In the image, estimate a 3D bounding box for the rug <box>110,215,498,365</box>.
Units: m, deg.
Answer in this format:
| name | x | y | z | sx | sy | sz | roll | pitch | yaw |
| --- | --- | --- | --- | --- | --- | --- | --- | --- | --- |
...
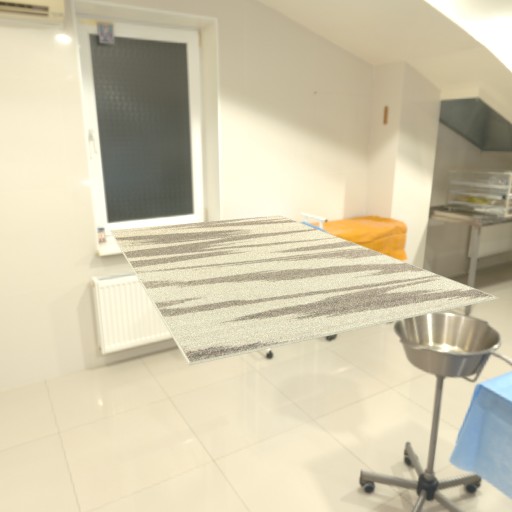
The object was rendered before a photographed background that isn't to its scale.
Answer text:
| name | x | y | z | sx | sy | sz | roll | pitch | yaw |
| --- | --- | --- | --- | --- | --- | --- | --- | --- | --- |
| rug | 0.000 | 0.000 | 2.258 | 1.225 | 0.008 | 1.827 | -7 | 18 | -23 |
